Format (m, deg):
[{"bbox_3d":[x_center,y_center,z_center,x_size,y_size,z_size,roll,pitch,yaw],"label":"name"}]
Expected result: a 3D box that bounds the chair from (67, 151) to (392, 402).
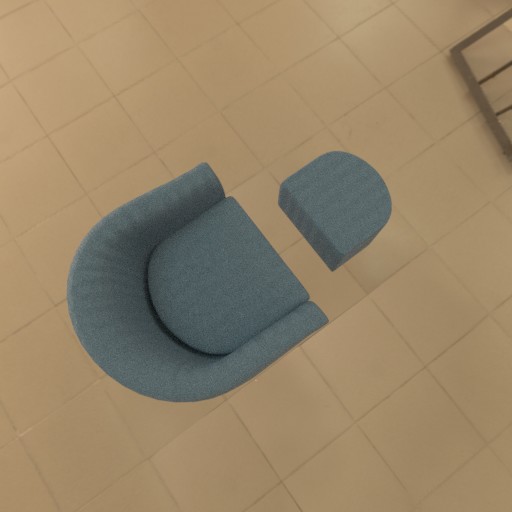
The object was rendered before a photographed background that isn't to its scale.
[{"bbox_3d":[0.000,0.000,1.767,1.288,0.757,0.756,-35,77,-9],"label":"chair"}]
